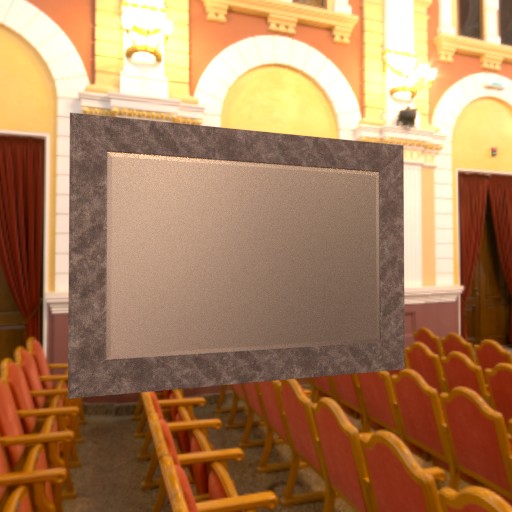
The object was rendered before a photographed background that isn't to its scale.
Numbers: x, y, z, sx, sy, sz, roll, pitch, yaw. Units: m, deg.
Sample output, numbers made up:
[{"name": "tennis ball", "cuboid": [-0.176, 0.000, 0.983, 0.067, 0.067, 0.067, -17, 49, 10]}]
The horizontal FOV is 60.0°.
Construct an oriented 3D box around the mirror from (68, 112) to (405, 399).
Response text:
[{"name": "mirror", "cuboid": [0.000, 0.000, 1.413, 1.101, 0.795, 0.022, 0, -1, -18]}]
